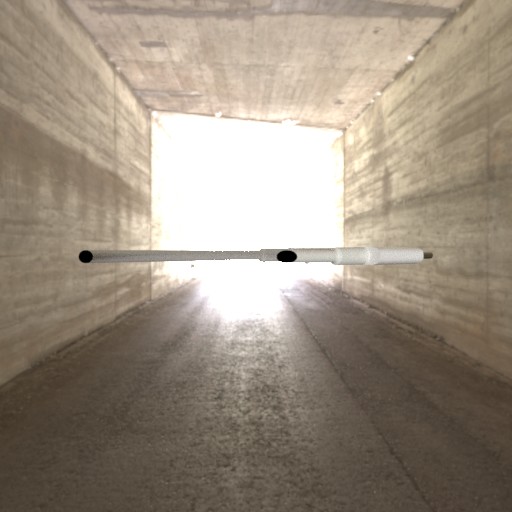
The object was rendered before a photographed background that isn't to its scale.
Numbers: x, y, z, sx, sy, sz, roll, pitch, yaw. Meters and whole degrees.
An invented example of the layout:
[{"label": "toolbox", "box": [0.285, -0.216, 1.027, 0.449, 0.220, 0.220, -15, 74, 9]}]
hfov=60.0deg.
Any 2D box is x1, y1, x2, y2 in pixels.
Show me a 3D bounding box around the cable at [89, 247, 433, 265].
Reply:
[{"label": "cable", "box": [0.000, 0.000, 0.113, 0.098, 0.005, 0.041, -1, 1, -37]}]
